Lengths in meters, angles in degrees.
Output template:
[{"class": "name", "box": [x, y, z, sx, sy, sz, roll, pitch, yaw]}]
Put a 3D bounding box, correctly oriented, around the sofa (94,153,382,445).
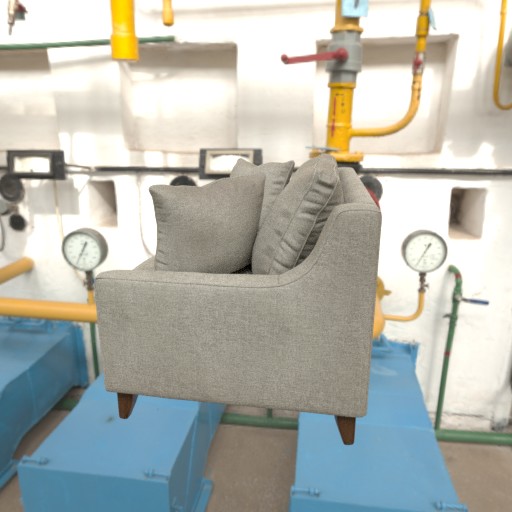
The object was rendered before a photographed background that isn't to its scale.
[{"class": "sofa", "box": [0.000, 0.000, 2.010, 0.915, 0.863, 1.422, 2, 16, 9]}]
